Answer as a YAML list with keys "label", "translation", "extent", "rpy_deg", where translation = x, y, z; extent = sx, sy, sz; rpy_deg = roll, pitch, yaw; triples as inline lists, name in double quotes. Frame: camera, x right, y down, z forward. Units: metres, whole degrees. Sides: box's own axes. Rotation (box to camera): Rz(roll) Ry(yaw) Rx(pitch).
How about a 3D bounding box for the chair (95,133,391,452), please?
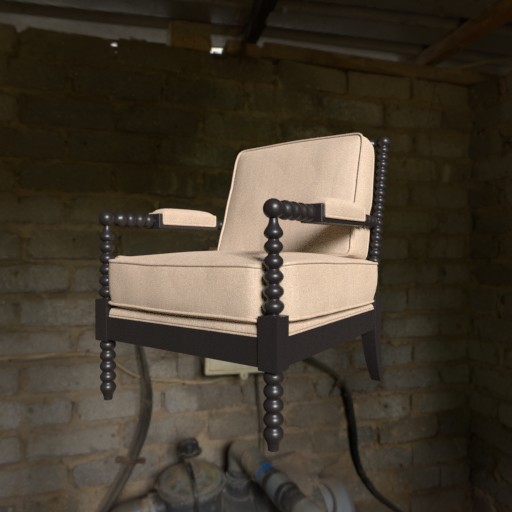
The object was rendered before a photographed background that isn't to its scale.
- label: "chair"
  translation: [0.000, 0.000, 1.191]
  extent: [0.555, 0.703, 0.657]
  rpy_deg: [1, 1, 35]
